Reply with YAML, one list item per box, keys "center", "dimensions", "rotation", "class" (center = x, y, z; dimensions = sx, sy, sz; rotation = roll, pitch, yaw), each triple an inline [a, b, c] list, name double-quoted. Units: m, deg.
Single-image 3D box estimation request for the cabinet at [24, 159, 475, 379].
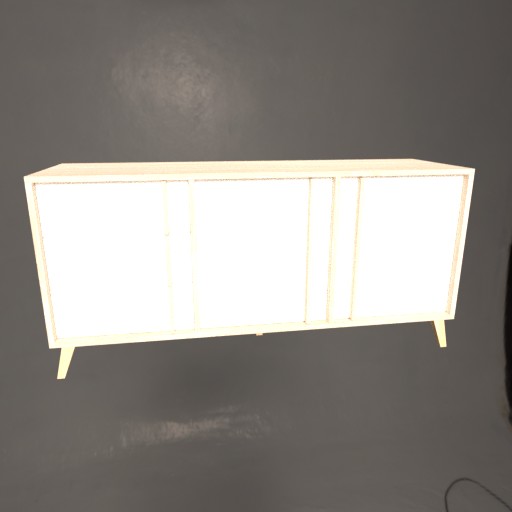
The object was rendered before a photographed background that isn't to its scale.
- center: [0.000, 0.000, 1.952]
  dimensions: [1.649, 0.780, 0.500]
  rotation: [-3, 17, -9]
  class: "cabinet"
